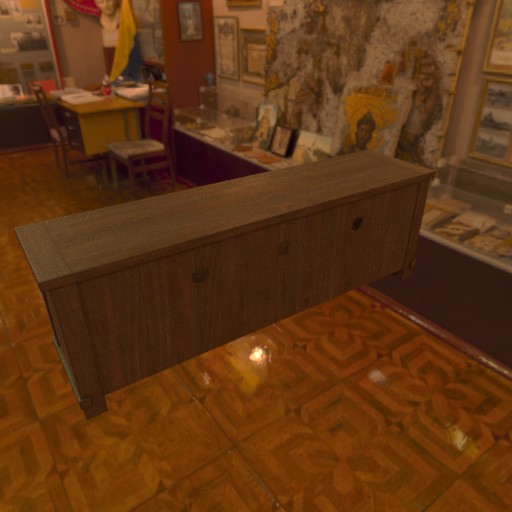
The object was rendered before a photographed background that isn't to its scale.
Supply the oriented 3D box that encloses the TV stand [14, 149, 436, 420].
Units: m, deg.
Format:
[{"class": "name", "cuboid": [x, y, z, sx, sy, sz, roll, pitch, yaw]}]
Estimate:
[{"class": "TV stand", "cuboid": [0.000, 0.000, 2.085, 1.866, 0.615, 0.471, -18, 34, -29]}]
